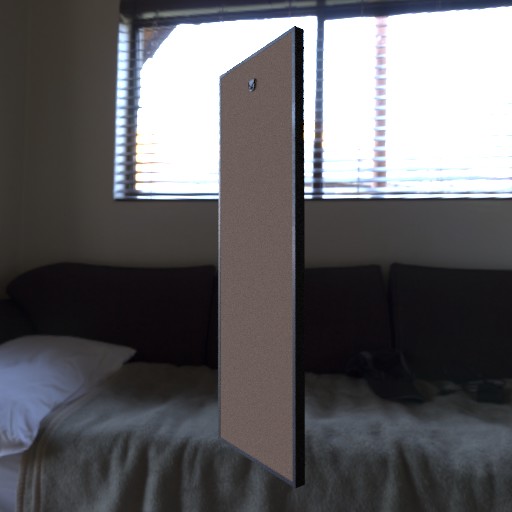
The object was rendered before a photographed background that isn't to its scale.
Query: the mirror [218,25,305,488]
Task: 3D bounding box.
[{"bbox_3d":[0.000,0.000,1.176,0.042,1.080,0.354,1,-1,-35],"label":"mirror"}]
